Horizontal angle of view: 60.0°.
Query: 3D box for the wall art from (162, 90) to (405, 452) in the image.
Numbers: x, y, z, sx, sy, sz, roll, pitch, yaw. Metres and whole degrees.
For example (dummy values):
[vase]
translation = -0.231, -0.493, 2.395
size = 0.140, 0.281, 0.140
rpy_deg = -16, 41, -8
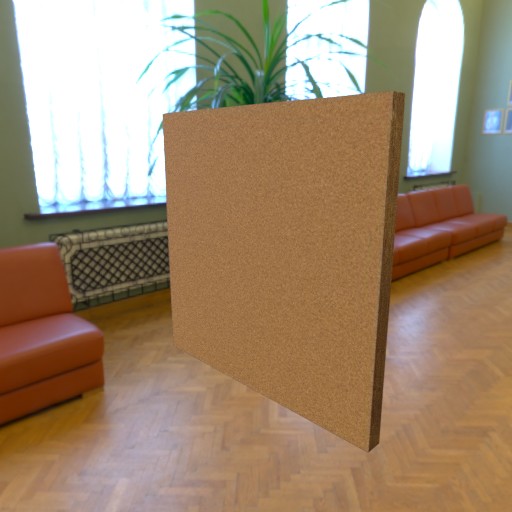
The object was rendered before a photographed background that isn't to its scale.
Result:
[wall art]
translation = 0.000, 0.000, 0.934
size = 0.042, 0.608, 0.611
rpy_deg = -14, 20, -43
